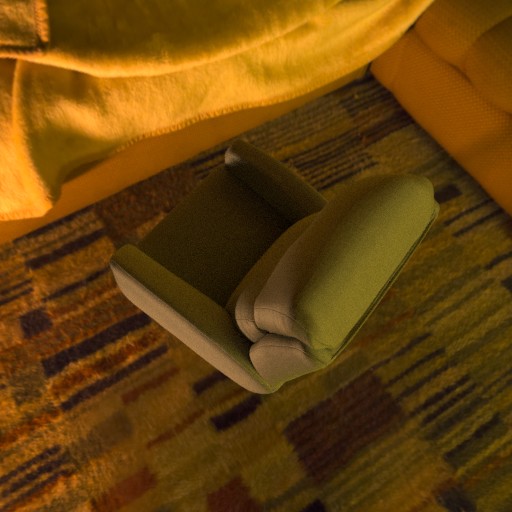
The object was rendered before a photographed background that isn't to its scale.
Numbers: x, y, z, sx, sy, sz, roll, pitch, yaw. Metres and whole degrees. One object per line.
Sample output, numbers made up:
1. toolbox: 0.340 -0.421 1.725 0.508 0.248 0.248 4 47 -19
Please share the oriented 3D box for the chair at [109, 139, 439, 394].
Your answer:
1. chair: 0.000 0.000 1.687 0.940 1.016 0.794 35 68 16
